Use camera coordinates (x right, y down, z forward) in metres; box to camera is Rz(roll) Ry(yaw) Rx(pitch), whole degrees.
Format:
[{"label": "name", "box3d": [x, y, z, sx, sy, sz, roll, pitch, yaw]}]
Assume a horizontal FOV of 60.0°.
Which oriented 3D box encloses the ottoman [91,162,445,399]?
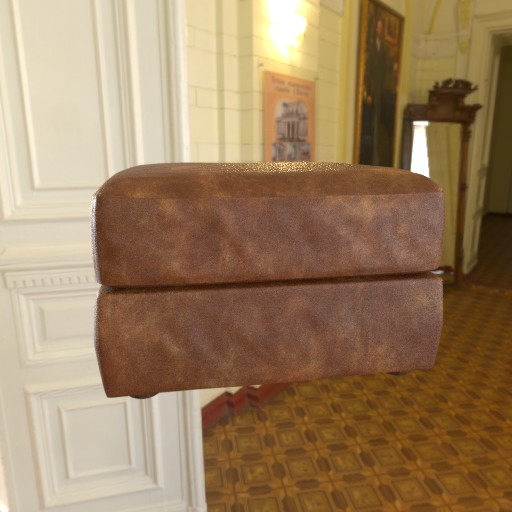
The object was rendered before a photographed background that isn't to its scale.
[{"label": "ottoman", "box3d": [0.000, 0.000, 1.161, 0.751, 0.476, 0.603, -2, 14, -10]}]
